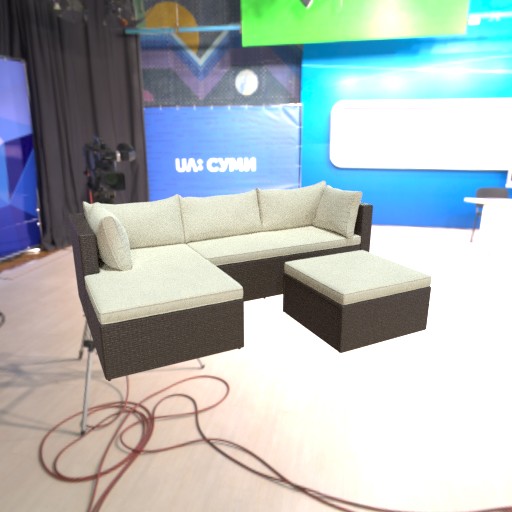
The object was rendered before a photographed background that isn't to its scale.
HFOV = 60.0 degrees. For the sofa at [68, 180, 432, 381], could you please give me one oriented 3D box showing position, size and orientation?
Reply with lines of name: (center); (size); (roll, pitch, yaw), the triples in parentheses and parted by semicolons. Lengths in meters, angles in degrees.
sofa: (0.000, 0.000, 3.014); (2.192, 0.766, 1.612); (-8, 19, -26)
